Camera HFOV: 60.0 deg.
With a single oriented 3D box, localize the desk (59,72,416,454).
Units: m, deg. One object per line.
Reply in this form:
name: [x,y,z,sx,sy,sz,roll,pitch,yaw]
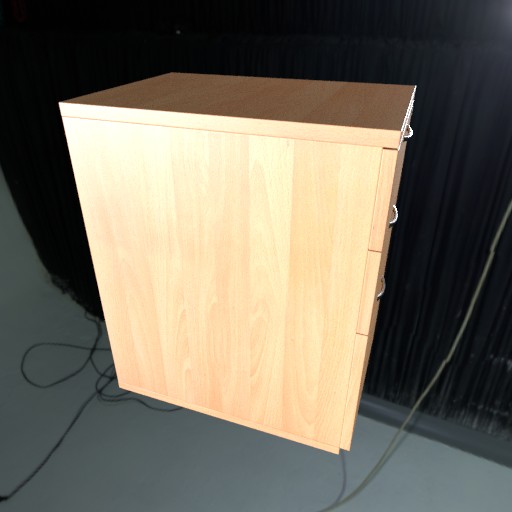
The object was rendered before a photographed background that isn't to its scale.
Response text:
desk: [0.000,0.000,1.045,0.600,0.730,0.404,10,31,17]
